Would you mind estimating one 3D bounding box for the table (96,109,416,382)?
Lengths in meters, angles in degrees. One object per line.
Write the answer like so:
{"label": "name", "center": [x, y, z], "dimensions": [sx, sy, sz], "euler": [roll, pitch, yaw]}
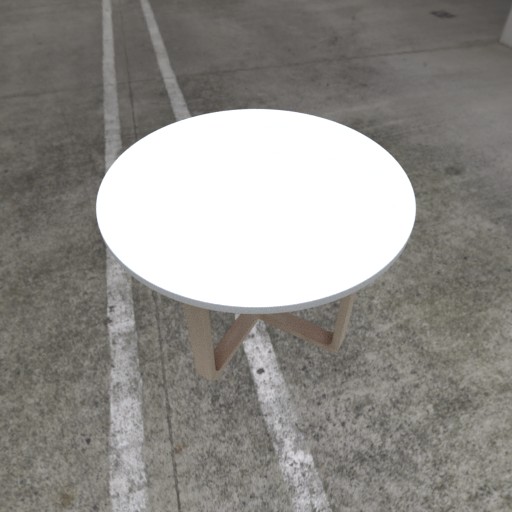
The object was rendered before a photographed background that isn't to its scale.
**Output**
{"label": "table", "center": [0.000, 0.000, 0.999], "dimensions": [0.600, 0.400, 0.600], "euler": [0, 46, 0]}
